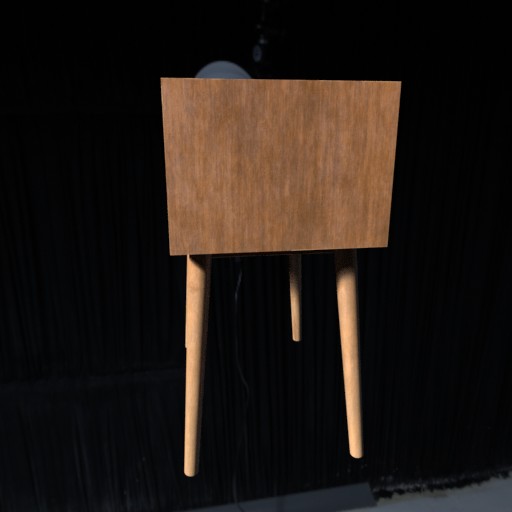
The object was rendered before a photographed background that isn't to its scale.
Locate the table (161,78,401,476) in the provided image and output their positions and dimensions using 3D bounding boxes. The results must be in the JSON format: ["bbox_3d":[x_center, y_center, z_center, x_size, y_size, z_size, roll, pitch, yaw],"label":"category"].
[{"bbox_3d":[0.000,0.000,0.840,0.307,0.580,0.454,-2,16,-8],"label":"table"}]
